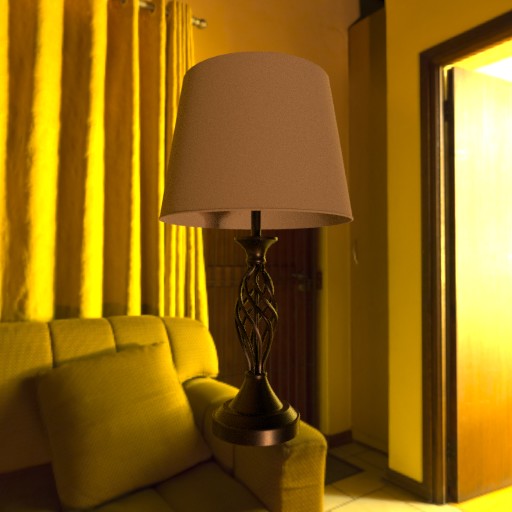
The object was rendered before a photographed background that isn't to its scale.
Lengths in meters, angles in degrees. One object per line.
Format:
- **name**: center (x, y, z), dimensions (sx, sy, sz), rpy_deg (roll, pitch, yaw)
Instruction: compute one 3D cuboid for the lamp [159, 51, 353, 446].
- **lamp**: center (0.000, 0.000, 0.768), dimensions (0.331, 0.594, 0.331), rpy_deg (0, -1, 0)
